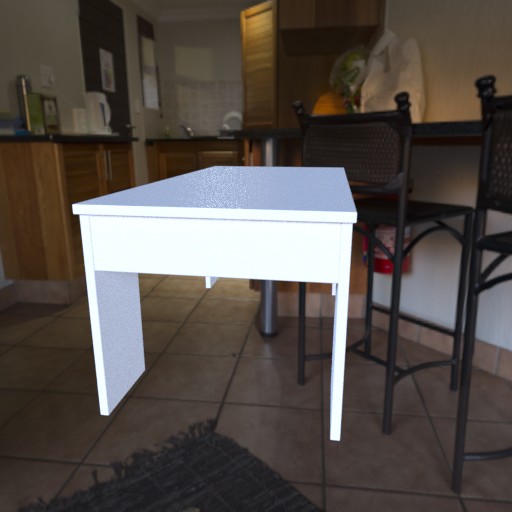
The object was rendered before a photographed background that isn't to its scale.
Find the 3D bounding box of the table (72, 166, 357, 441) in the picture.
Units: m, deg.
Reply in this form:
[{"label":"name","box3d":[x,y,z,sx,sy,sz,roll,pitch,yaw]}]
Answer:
[{"label":"table","box3d":[0.000,0.000,1.287,0.500,0.440,1.000,3,16,9]}]
